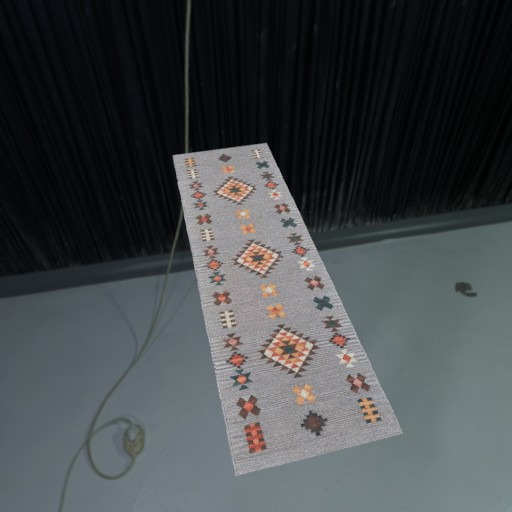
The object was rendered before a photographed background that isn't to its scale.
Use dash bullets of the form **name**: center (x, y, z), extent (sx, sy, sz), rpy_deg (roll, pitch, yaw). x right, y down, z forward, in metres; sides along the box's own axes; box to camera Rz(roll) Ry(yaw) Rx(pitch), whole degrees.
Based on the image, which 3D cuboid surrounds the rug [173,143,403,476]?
- **rug**: center (0.000, 0.000, 2.728), extent (0.766, 0.008, 2.432), rpy_deg (-10, 47, -9)
